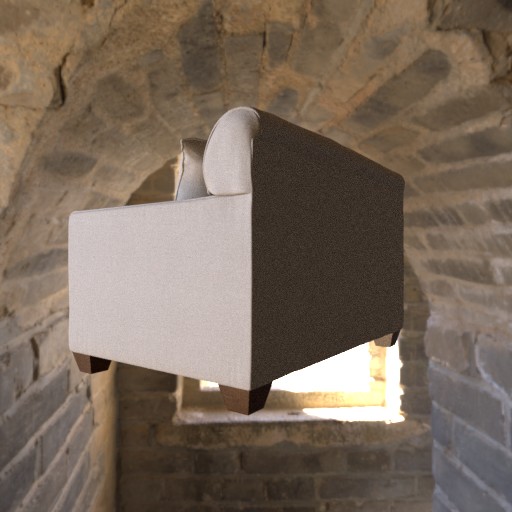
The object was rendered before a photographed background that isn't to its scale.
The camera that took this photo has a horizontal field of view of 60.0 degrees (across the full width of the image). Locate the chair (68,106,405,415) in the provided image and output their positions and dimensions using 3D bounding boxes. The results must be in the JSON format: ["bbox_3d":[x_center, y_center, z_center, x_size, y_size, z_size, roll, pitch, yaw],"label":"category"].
[{"bbox_3d":[0.000,0.000,2.097,1.000,0.948,1.383,0,0,36],"label":"chair"}]
